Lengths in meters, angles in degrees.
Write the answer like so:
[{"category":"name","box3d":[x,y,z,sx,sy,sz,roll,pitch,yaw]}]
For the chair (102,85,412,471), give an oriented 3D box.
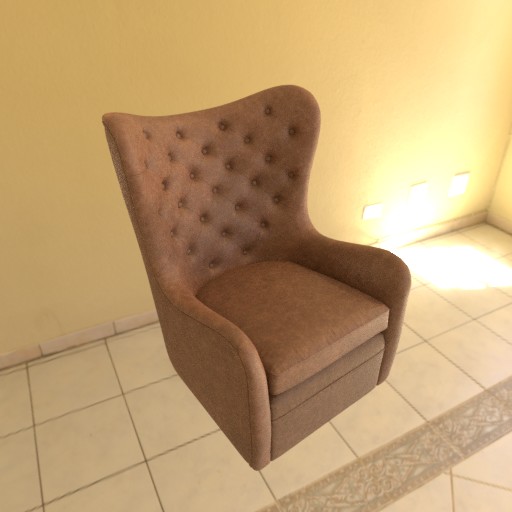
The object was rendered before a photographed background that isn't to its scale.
[{"category":"chair","box3d":[0.000,0.000,1.697,0.831,1.079,0.930,-22,38,-31]}]
